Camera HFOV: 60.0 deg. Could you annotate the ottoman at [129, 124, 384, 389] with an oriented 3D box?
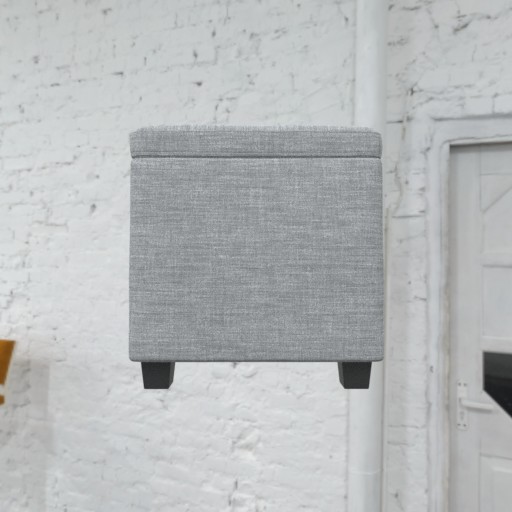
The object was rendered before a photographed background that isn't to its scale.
[{"bbox_3d":[0.000,0.000,1.123,0.419,0.432,0.902,0,-1,0],"label":"ottoman"}]
